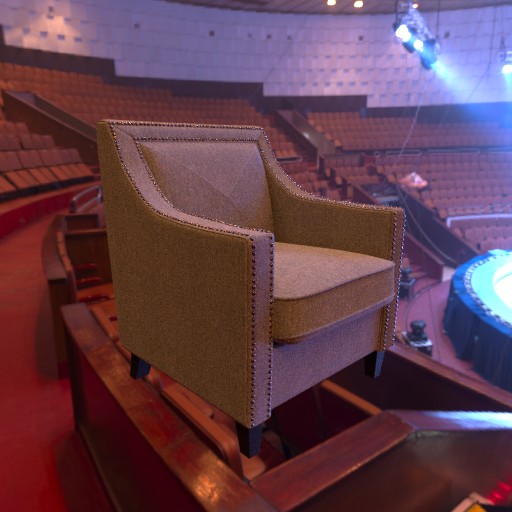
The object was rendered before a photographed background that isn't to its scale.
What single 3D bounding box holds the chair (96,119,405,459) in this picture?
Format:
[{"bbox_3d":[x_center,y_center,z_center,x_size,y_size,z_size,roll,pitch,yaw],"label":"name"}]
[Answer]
[{"bbox_3d":[0.000,0.000,1.631,0.776,0.967,0.884,-13,19,-42],"label":"chair"}]
